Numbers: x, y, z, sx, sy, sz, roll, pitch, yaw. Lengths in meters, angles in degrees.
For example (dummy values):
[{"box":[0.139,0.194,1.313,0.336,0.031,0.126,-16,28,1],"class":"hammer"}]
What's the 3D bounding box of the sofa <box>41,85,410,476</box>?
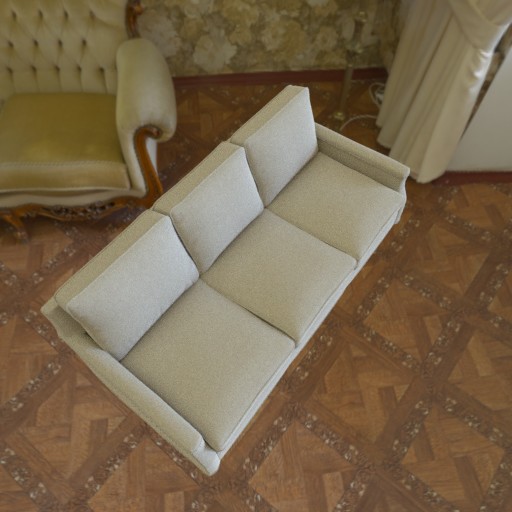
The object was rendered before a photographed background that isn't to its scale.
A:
[{"box":[0.000,0.000,2.772,1.084,1.003,2.246,33,63,19],"class":"sofa"}]
